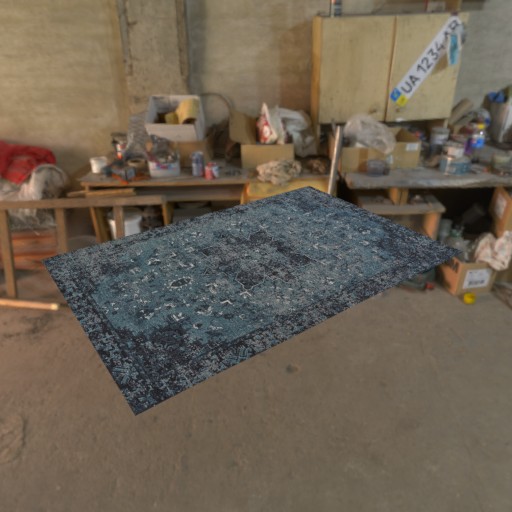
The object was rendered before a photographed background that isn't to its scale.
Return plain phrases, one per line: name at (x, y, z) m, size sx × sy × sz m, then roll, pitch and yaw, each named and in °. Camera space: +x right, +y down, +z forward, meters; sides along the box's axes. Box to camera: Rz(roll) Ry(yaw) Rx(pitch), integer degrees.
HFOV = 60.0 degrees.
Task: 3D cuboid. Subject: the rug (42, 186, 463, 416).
rug at (0.000, 0.000, 2.304) m, size 1.828 × 0.005 × 1.219 m, roll -20°, pitch 35°, yaw -31°
